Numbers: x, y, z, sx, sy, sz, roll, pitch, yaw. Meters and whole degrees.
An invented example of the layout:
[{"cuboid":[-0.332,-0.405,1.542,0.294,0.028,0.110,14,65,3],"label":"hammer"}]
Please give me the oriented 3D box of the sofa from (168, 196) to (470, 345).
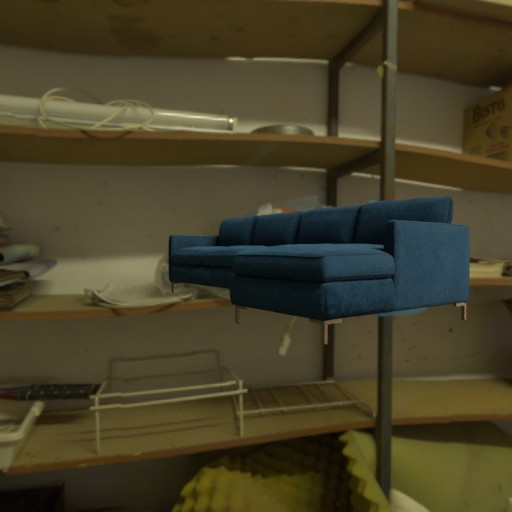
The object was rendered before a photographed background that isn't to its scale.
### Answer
[{"cuboid":[0.000,0.000,3.625,1.350,0.810,2.932,0,1,-36],"label":"sofa"}]
